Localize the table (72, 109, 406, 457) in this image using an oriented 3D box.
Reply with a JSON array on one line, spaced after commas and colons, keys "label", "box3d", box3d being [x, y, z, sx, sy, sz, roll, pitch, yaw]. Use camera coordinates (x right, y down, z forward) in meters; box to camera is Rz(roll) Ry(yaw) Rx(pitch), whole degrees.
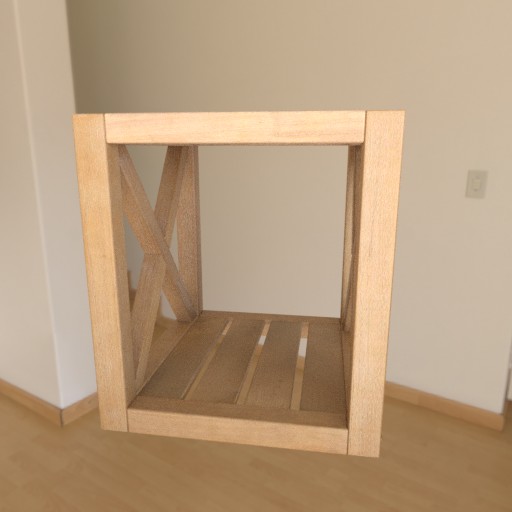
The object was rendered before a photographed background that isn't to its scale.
[{"label": "table", "box3d": [0.000, 0.000, 1.048, 0.558, 0.610, 0.559, 2, 14, 9]}]
